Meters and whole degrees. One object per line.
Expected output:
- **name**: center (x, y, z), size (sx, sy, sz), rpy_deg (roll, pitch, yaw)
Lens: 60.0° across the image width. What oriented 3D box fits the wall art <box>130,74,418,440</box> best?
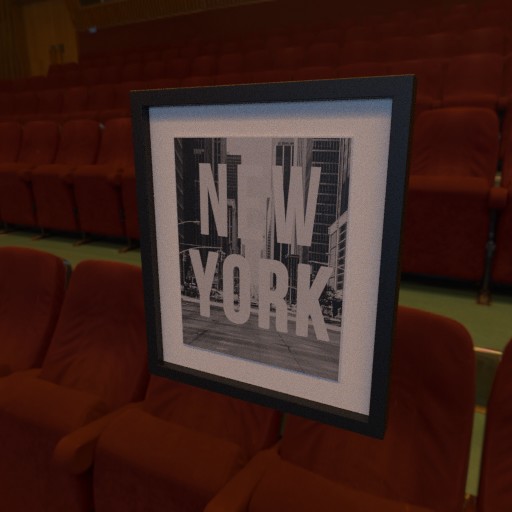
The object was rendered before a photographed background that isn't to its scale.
- **wall art**: center (0.000, 0.000, 0.526), size (0.328, 0.381, 0.028), rpy_deg (7, 17, 25)
